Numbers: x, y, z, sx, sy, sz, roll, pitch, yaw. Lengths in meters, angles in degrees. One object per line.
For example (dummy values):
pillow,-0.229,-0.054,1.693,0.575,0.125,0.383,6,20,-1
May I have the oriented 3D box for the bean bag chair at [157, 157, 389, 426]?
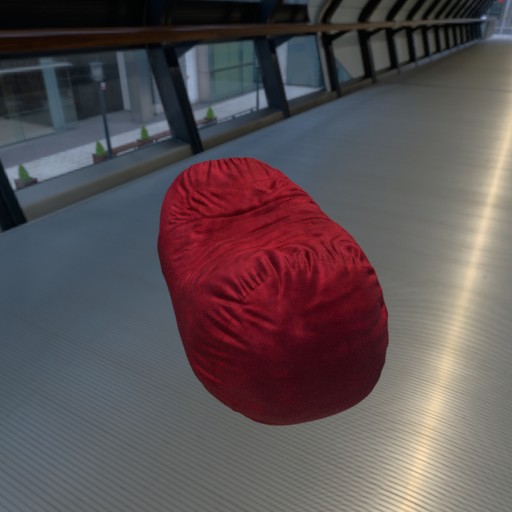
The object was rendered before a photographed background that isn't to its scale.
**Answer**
bean bag chair,0.000,0.000,2.915,1.216,0.867,2.293,-8,30,-14
